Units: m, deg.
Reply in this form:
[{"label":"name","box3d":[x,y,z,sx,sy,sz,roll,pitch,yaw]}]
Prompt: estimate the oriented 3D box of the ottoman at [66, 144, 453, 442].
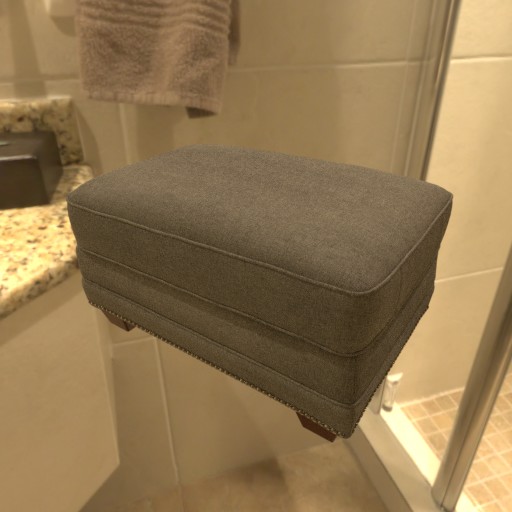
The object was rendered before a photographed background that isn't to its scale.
[{"label":"ottoman","box3d":[0.000,0.000,1.146,0.813,0.457,0.561,19,35,30]}]
